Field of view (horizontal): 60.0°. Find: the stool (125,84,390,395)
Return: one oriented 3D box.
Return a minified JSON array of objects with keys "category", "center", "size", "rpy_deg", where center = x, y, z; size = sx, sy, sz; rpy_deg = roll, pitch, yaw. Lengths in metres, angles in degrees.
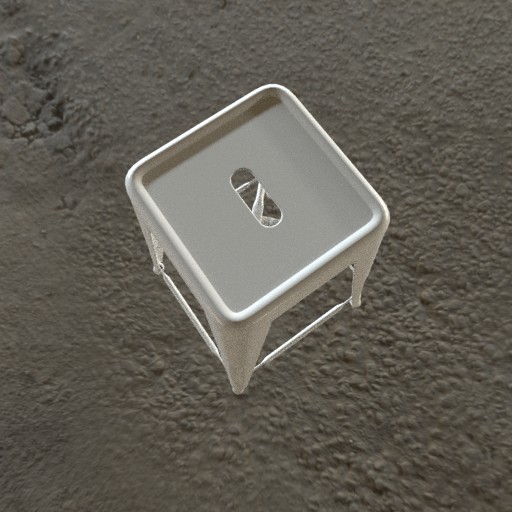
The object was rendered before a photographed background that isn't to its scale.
[{"category":"stool","center":[0.000,0.000,0.892],"size":[0.406,0.610,0.406],"rpy_deg":[-34,77,-9]}]
